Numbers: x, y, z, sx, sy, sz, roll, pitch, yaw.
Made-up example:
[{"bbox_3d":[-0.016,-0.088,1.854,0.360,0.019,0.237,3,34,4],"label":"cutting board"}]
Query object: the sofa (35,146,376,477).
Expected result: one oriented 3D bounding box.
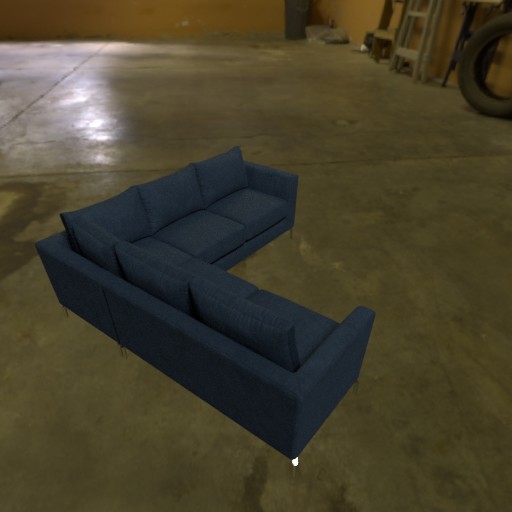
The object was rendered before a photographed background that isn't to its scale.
[{"bbox_3d":[0.000,0.000,3.758,2.472,0.988,2.463,22,38,31],"label":"sofa"}]
